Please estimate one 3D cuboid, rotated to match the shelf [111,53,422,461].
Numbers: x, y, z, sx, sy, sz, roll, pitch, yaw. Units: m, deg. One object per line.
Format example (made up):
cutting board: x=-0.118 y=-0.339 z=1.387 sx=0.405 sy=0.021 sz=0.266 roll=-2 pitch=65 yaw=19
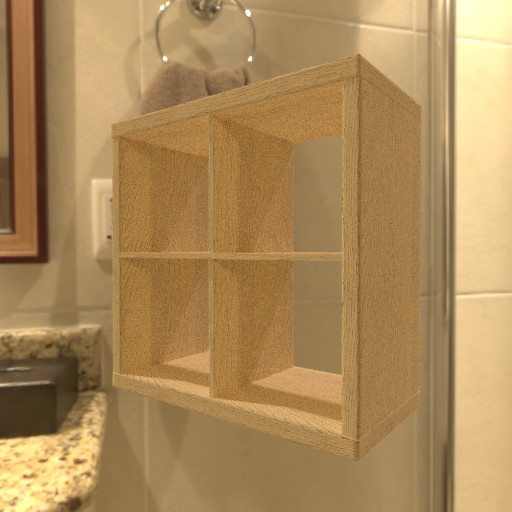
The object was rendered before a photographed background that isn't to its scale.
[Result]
shelf: x=0.000 y=0.000 z=1.247 sx=0.790 sy=0.786 sz=0.390 roll=1 pitch=1 yaw=37
